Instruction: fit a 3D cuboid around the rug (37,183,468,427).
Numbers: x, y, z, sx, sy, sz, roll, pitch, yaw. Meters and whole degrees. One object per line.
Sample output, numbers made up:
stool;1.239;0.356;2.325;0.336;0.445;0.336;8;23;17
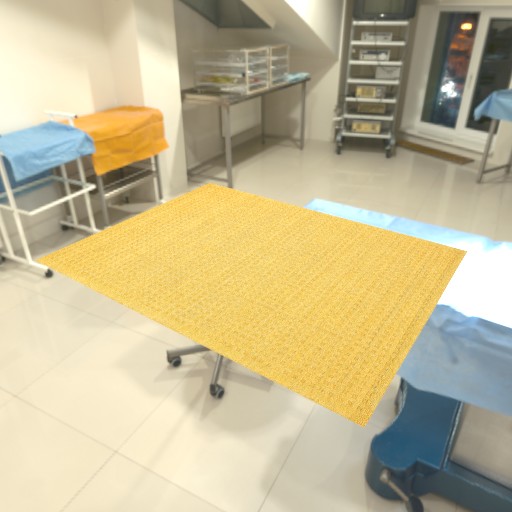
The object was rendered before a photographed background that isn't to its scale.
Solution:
rug;0.000;0.000;4.196;3.242;0.015;2.486;19;35;30
